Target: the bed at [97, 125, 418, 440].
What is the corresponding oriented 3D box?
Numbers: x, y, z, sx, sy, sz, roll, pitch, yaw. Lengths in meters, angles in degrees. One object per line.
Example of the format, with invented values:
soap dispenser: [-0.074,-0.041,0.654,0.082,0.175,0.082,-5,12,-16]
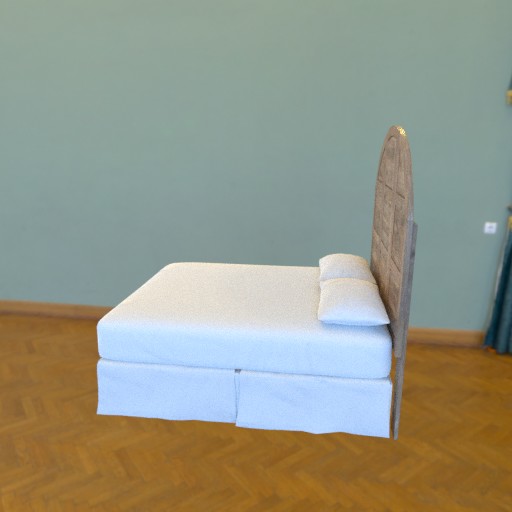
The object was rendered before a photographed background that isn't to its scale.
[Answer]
bed: [0.000,0.000,3.560,2.112,2.002,1.713,2,15,8]
